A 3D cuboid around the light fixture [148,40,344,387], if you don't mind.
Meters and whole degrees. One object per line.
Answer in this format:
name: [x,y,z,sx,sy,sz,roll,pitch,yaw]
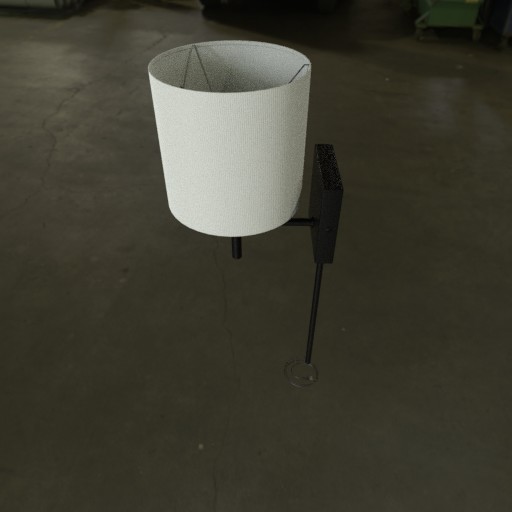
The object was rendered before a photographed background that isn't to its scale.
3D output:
light fixture: [0.000,0.000,0.706,0.248,0.589,0.188,1,41,1]
